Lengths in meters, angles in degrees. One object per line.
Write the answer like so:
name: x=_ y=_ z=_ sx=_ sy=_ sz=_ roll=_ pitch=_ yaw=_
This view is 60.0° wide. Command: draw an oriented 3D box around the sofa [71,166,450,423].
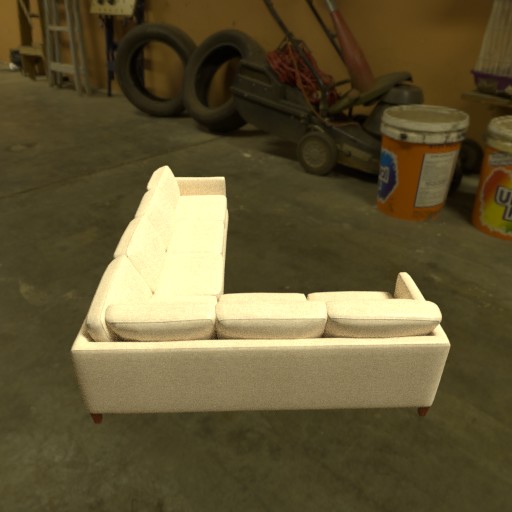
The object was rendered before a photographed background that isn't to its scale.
sofa: x=0.000 y=0.000 z=4.468 sx=2.593 sy=0.947 sz=3.302 roll=-1 pitch=30 yaw=-1
